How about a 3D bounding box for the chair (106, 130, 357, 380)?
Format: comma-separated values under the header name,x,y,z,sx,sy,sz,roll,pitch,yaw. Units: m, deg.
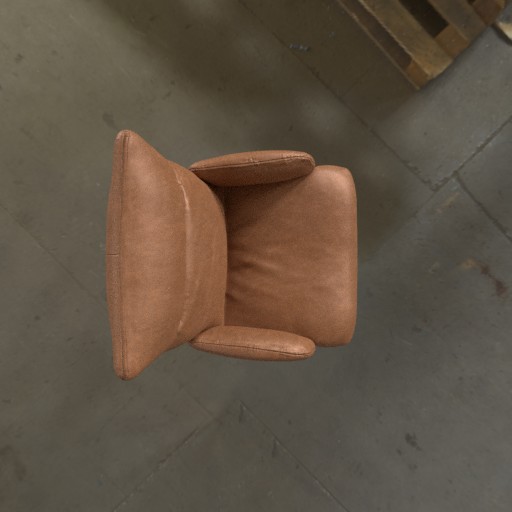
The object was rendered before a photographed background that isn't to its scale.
name,x,y,z,sx,sy,sz,roll,pitch,yaw
chair,0.000,0.000,1.576,0.794,1.027,0.711,0,90,0
